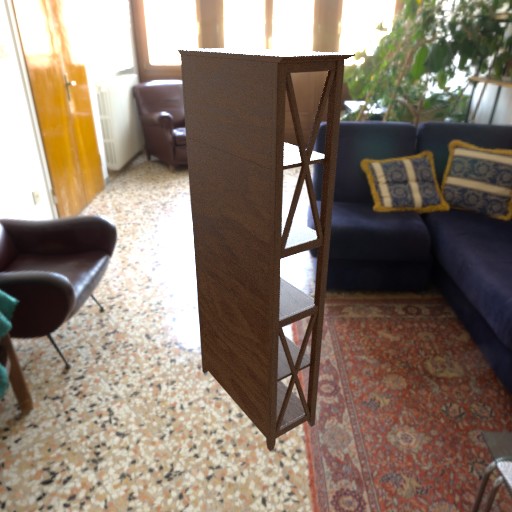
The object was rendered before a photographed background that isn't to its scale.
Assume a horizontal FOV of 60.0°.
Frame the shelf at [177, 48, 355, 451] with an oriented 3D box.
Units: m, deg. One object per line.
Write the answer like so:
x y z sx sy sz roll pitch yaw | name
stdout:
0.000 0.000 2.272 0.335 1.905 0.805 -17 31 -30 | shelf
